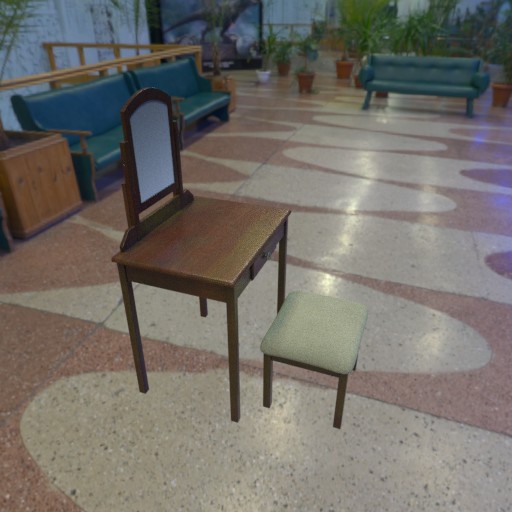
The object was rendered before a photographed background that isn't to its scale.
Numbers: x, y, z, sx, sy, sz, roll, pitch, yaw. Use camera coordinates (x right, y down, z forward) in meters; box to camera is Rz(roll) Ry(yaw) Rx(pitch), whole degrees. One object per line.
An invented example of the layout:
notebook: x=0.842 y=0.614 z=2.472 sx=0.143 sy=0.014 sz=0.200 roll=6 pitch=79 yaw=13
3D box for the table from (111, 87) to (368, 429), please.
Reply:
table: x=0.000 y=0.000 z=2.363 sx=1.211 sy=1.631 sz=0.876 roll=10 pitch=31 yaw=18
